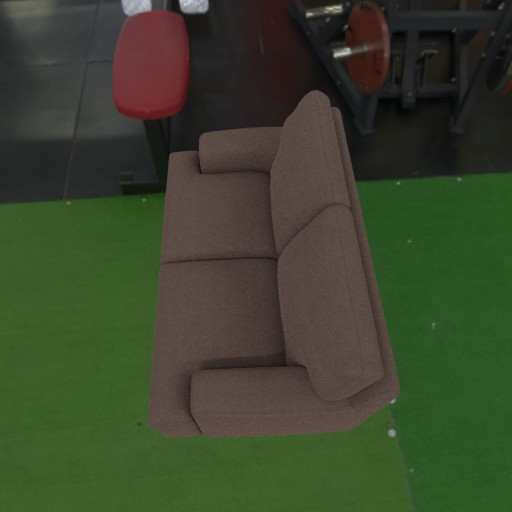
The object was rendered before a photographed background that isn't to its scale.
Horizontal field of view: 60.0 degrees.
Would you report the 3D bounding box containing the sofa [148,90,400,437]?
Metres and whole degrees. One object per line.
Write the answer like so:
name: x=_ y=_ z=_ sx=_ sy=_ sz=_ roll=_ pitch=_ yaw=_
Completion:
sofa: x=0.000 y=0.000 z=2.552 sx=1.140 sy=0.950 sz=1.869 roll=-2 pitch=58 yaw=-1
